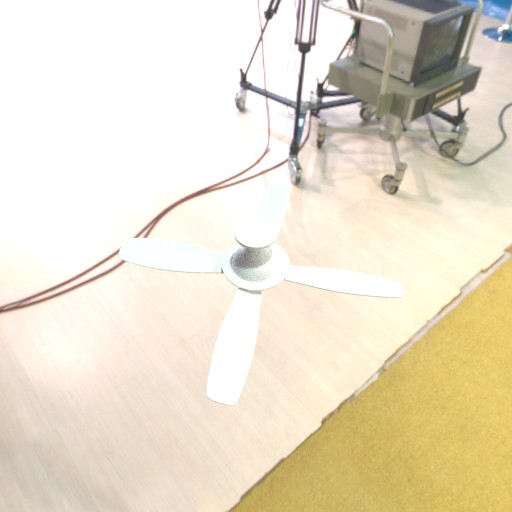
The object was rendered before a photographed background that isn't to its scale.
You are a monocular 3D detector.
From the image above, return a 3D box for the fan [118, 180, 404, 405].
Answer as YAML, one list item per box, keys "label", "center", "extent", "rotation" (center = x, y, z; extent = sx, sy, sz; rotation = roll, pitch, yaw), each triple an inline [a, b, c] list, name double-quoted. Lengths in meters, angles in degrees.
- label: "fan"
  center: [0.000, 0.000, 2.534]
  extent: [1.693, 0.382, 1.694]
  rotation: [8, 47, 8]
